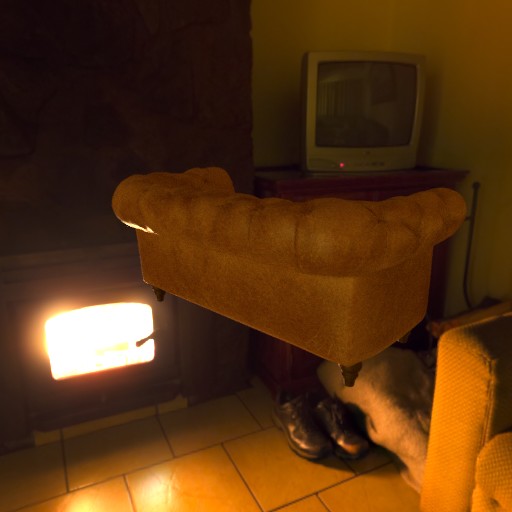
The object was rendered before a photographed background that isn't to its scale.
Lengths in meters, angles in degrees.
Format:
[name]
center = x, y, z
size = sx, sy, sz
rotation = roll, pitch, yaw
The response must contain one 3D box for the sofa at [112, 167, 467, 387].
[sofa]
center = 0.000, 0.000, 2.584
size = 1.979, 0.877, 1.042
rotation = 15, 22, 42
